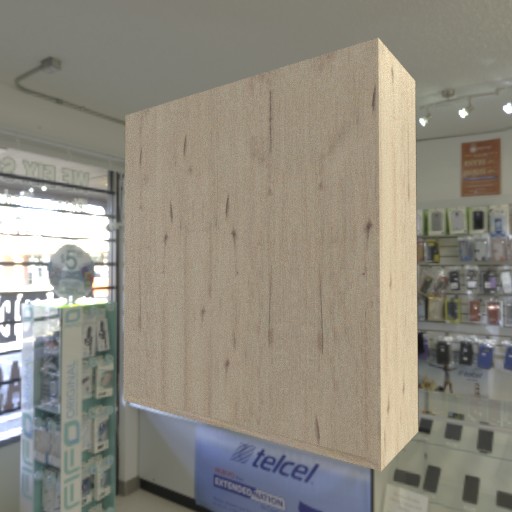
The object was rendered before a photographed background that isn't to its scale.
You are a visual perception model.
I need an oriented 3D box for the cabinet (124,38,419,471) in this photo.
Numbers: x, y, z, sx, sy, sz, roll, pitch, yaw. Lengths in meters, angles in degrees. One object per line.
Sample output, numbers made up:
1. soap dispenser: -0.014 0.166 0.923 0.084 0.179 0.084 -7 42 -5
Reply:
1. cabinet: 0.000 0.000 3.077 2.000 2.180 0.660 -1 -2 36
